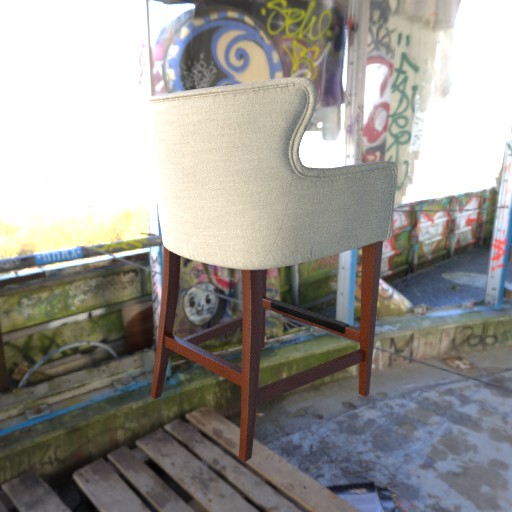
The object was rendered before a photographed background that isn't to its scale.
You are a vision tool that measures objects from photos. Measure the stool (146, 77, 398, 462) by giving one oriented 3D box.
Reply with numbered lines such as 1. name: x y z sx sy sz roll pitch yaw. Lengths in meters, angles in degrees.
1. stool: 0.000 0.000 1.408 0.637 0.987 0.615 -13 19 -43
